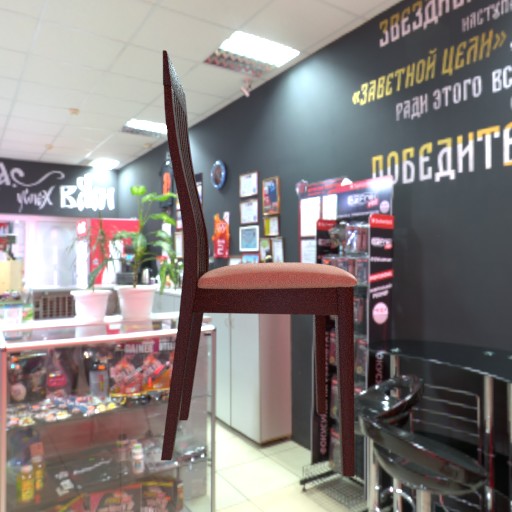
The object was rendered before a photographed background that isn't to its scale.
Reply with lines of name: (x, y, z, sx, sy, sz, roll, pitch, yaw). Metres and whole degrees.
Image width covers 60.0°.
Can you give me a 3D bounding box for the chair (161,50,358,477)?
chair: (0.000, 0.000, 1.249, 0.474, 1.027, 0.460, 0, 0, 0)
